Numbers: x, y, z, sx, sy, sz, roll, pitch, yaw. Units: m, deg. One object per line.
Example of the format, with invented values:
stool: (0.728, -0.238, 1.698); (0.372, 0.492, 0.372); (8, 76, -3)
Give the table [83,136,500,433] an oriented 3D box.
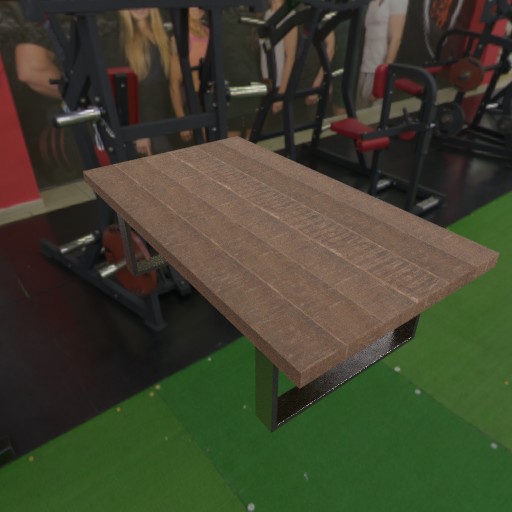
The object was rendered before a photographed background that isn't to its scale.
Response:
table: (0.000, 0.000, 1.732); (0.800, 0.440, 1.400); (-22, 39, -30)
